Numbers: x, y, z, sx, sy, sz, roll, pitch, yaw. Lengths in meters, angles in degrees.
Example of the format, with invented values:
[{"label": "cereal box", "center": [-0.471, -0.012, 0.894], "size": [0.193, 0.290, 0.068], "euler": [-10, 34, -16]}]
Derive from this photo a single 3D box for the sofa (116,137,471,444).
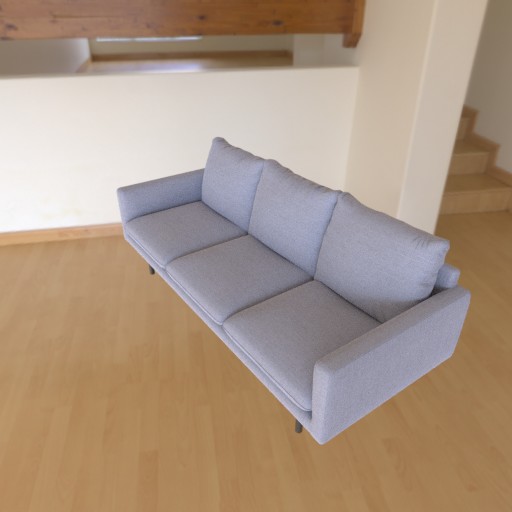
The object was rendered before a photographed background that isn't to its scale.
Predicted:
[{"label": "sofa", "center": [0.000, 0.000, 2.447], "size": [0.850, 0.830, 2.000], "euler": [-20, 36, -30]}]
